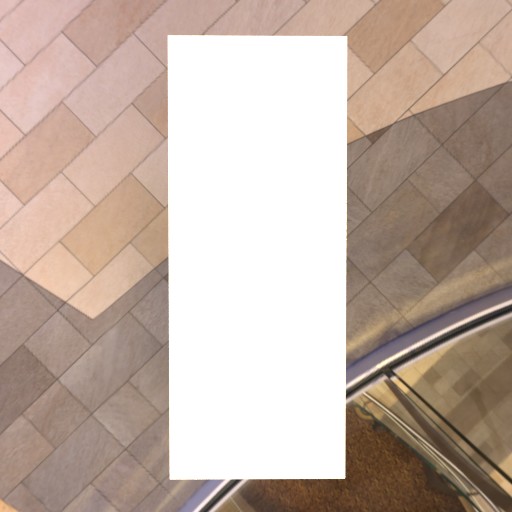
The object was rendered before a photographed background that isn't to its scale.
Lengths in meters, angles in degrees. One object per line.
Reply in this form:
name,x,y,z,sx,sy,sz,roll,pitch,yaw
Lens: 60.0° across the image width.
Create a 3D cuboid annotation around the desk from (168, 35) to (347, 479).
desk,0.000,0.000,1.395,0.400,0.790,1.000,0,91,-1
